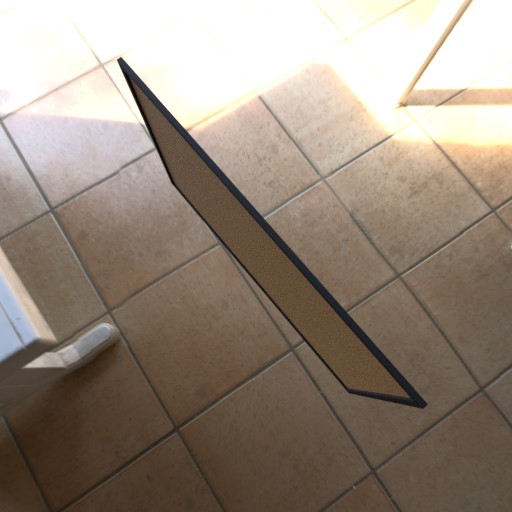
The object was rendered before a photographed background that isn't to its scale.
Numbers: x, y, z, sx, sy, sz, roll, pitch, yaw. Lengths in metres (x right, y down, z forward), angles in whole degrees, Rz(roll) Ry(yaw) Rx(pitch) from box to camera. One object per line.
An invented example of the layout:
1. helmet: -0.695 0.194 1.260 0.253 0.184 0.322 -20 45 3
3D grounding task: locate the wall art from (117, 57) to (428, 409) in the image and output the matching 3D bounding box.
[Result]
1. wall art: 0.000 0.000 1.220 0.013 0.665 0.963 -39 78 -9
